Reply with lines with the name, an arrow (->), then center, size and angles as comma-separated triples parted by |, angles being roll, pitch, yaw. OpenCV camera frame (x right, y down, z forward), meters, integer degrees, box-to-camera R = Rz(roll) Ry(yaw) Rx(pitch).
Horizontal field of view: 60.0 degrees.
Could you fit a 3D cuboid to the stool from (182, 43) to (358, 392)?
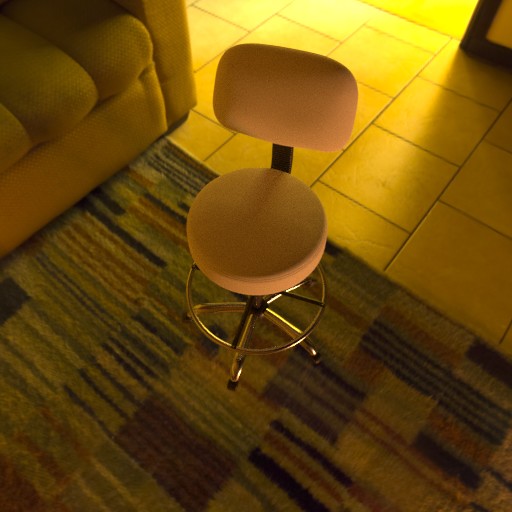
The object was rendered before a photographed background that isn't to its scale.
stool -> 0.000, 0.000, 1.432 | 0.609, 1.080, 0.616 | 16, 60, 10
